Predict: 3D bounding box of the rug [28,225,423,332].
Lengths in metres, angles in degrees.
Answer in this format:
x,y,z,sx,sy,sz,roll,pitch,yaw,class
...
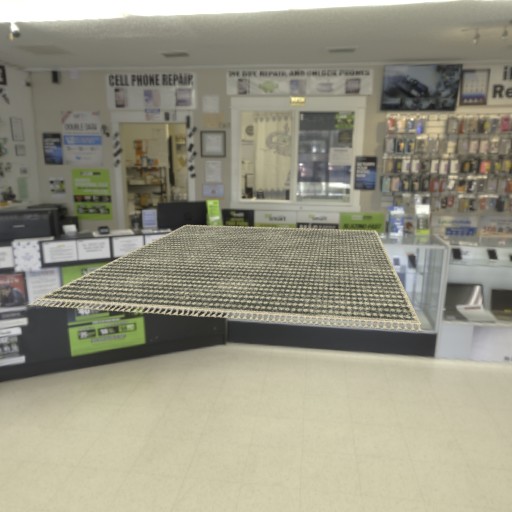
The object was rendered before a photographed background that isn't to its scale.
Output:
x,y,z,sx,sy,sz,roll,pitch,yaw,class
0.000,0.000,3.827,2.256,0.013,2.910,2,14,10,rug
